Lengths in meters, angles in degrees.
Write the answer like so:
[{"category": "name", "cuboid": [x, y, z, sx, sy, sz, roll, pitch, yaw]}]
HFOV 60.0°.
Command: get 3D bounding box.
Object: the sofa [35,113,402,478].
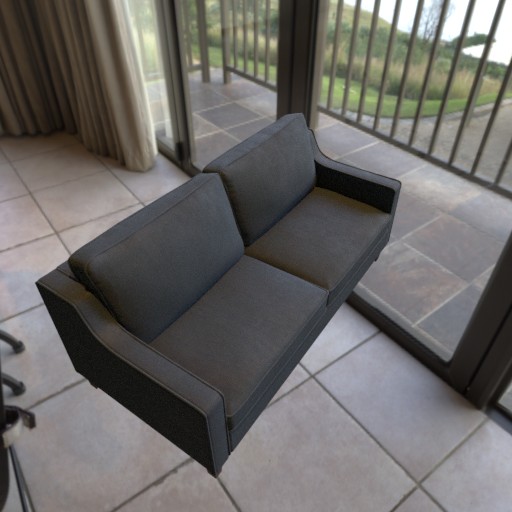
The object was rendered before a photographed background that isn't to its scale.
[{"category": "sofa", "cuboid": [0.000, 0.000, 2.777, 1.066, 1.071, 2.178, 24, 46, 26]}]
